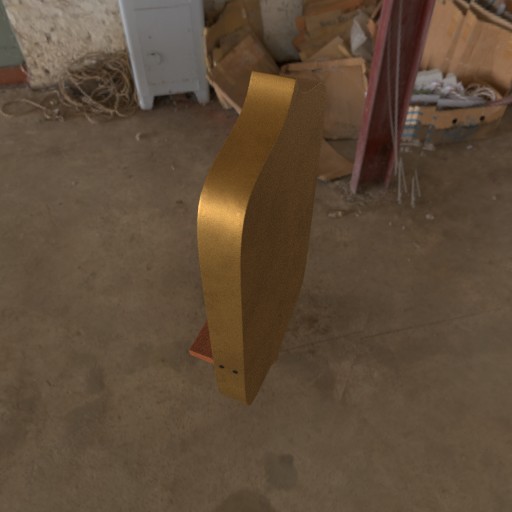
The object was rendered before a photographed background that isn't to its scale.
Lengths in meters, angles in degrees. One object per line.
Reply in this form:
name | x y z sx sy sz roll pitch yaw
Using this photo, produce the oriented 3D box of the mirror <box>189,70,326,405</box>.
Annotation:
mirror | 0.000 0.000 0.720 0.096 0.613 0.323 17 50 15
